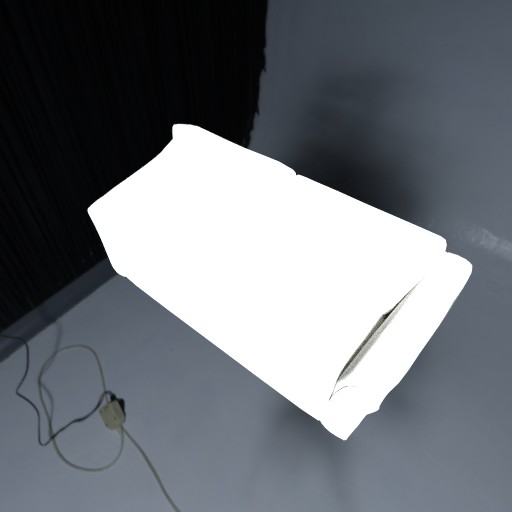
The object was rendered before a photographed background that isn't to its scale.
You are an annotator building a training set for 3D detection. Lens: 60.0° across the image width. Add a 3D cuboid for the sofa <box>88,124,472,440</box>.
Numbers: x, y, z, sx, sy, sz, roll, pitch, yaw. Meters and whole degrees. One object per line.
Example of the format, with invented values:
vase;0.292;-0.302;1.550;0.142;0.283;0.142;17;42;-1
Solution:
sofa;0.000;0.000;2.820;2.270;0.965;0.980;30;52;27
